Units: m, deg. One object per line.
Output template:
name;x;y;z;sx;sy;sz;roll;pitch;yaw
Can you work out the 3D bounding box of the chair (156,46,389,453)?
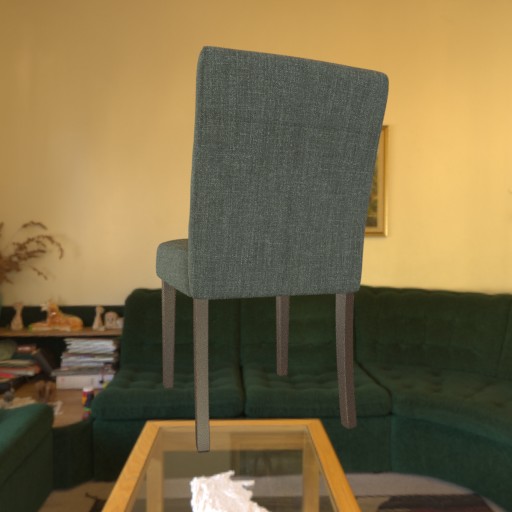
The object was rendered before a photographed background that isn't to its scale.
chair;0.000;0.000;1.242;0.487;0.884;0.629;-1;2;-20
